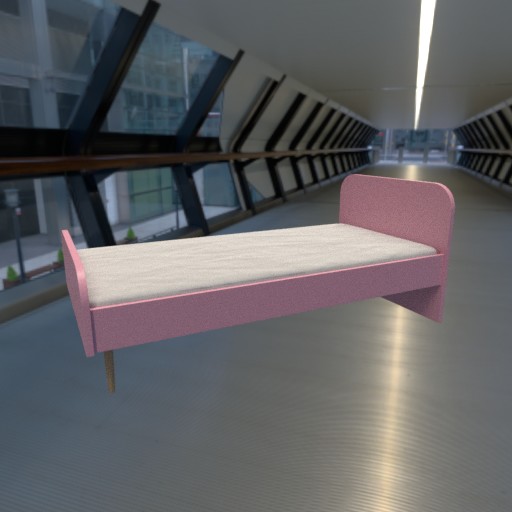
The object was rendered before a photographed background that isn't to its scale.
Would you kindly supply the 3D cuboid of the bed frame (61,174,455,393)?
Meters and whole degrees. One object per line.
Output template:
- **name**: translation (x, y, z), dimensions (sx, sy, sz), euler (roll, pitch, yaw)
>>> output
- **bed frame**: translation (0.000, 0.000, 2.528), dimensions (1.963, 0.805, 0.998), euler (-7, 16, -26)
